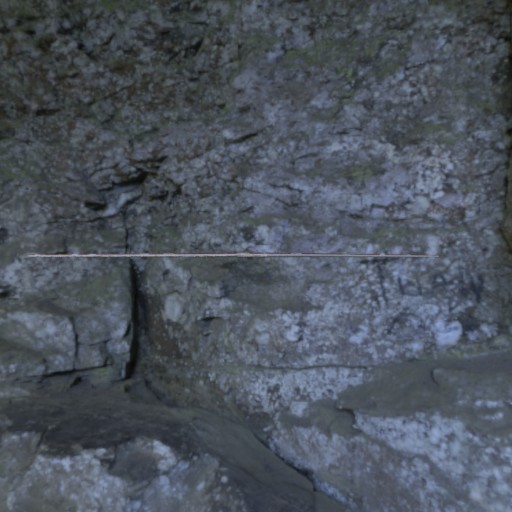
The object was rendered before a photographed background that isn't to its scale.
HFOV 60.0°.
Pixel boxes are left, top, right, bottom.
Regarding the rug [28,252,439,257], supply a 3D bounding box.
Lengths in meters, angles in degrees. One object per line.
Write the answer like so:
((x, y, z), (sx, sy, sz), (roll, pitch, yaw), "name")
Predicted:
((0.000, 0.000, 4.157), (2.466, 0.021, 3.049), (0, 0, 37), "rug")
